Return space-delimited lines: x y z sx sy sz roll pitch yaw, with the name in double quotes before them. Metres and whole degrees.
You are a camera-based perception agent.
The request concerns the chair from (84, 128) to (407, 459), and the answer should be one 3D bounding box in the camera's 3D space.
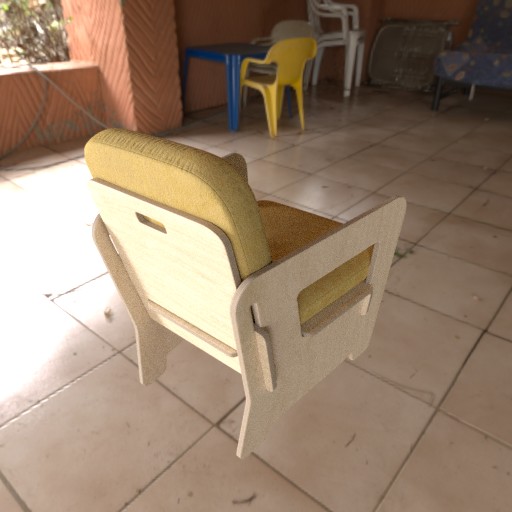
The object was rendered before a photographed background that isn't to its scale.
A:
"chair" 0.000 0.000 1.247 0.590 0.800 0.710 23 38 33
